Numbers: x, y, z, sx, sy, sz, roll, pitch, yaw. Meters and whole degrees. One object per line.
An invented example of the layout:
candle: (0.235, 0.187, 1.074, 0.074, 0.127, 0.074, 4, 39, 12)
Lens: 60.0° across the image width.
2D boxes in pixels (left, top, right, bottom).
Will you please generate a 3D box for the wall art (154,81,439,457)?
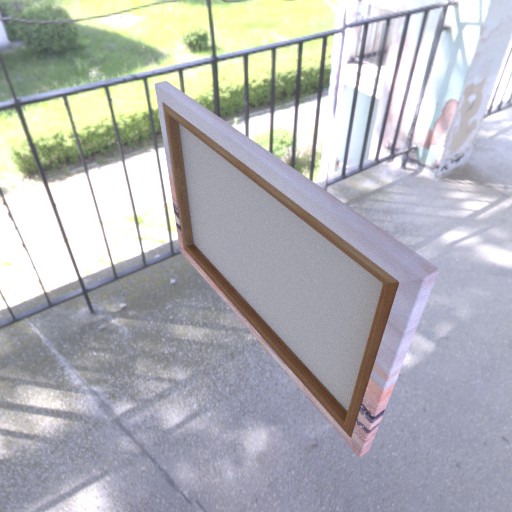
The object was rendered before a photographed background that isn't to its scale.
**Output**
wall art: (0.000, 0.000, 1.140, 0.038, 0.609, 0.913, -25, 48, -25)
